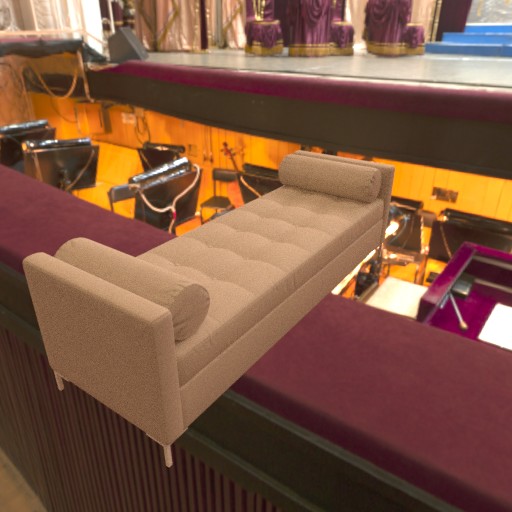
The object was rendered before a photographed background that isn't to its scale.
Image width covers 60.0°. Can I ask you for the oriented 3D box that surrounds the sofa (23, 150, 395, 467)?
[{"bbox_3d":[0.000,0.000,2.273,0.686,0.635,1.981,18,32,31],"label":"sofa"}]
